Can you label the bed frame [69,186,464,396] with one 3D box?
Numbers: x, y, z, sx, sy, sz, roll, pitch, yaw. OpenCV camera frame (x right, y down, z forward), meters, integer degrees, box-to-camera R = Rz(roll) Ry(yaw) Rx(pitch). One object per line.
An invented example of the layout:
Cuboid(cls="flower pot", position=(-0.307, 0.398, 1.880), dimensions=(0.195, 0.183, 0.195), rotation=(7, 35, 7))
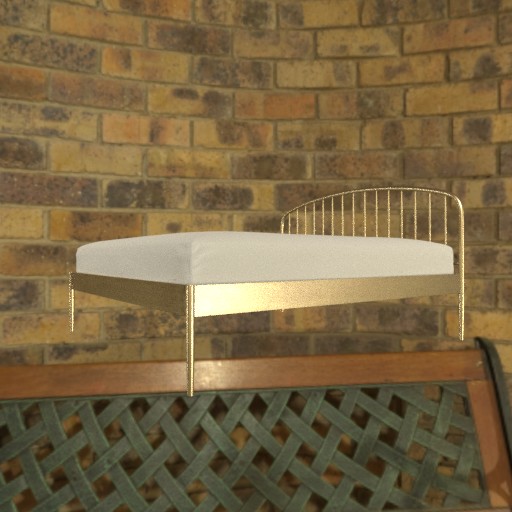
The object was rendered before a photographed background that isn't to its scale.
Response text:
Cuboid(cls="bed frame", position=(0.000, 0.000, 3.284), dimensions=(2.152, 1.174, 2.016), rotation=(0, 0, -36))
